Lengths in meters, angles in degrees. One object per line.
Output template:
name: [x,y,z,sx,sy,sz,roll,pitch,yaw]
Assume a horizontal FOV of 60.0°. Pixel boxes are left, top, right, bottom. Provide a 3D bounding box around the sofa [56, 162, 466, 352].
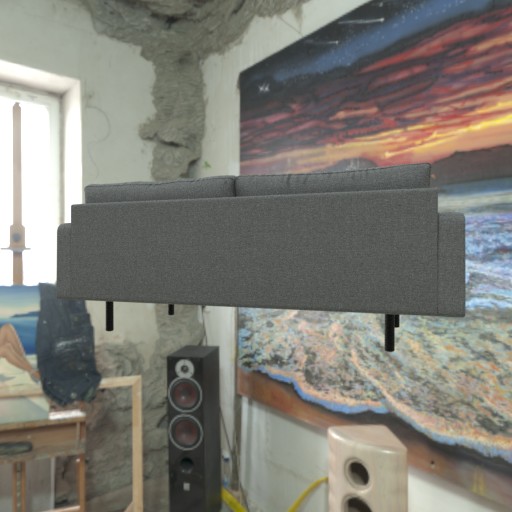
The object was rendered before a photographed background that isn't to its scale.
sofa: [0.000,0.000,2.656,2.200,0.880,0.880,0,1,20]
